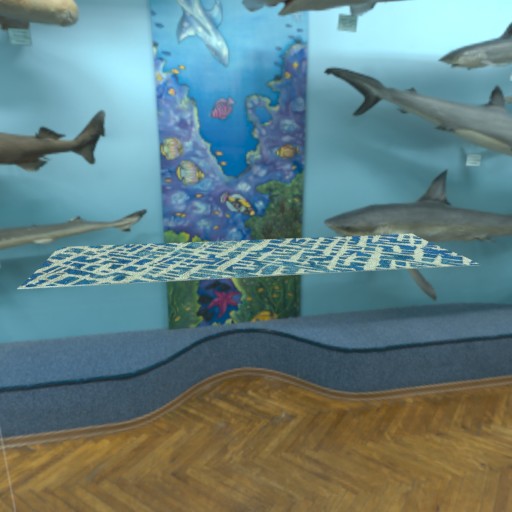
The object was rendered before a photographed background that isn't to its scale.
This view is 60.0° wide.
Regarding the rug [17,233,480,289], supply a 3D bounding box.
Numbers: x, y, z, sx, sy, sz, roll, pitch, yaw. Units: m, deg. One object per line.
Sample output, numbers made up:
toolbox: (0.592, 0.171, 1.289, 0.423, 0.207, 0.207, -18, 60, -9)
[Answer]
rug: (0.000, 0.000, 2.676, 2.446, 0.011, 0.768, -3, 16, -9)
